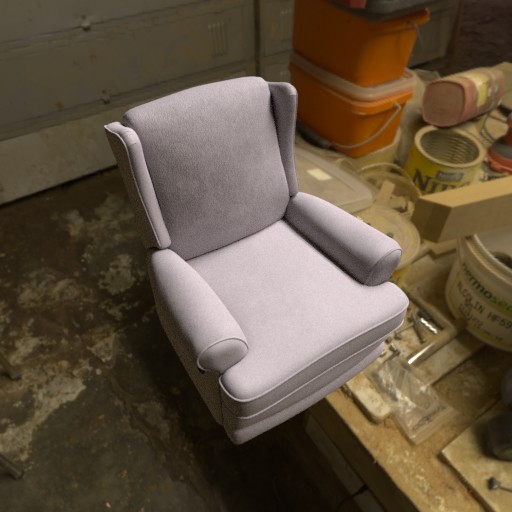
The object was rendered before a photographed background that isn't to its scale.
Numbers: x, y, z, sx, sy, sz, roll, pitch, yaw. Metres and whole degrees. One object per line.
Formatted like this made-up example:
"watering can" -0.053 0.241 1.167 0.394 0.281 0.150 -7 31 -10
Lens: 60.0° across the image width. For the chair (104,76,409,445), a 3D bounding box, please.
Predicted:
"chair" 0.000 0.000 1.690 0.847 1.011 0.969 -24 51 -22
